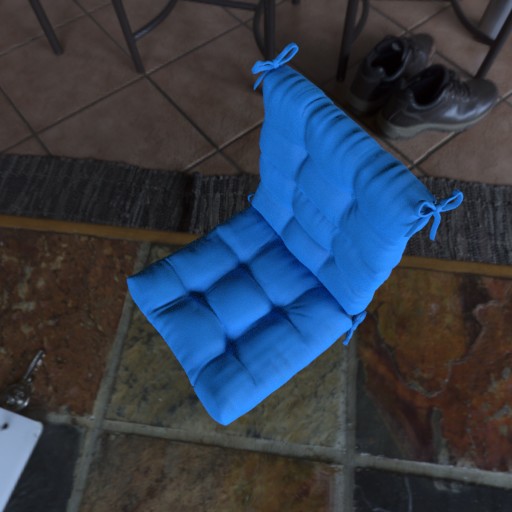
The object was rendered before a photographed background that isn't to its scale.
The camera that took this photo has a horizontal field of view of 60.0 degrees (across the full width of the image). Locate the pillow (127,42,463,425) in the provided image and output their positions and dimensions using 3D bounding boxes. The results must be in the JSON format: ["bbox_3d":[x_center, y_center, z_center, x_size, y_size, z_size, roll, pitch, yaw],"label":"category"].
[{"bbox_3d":[0.000,0.000,1.034,0.571,0.605,0.519,-34,68,-15],"label":"pillow"}]
